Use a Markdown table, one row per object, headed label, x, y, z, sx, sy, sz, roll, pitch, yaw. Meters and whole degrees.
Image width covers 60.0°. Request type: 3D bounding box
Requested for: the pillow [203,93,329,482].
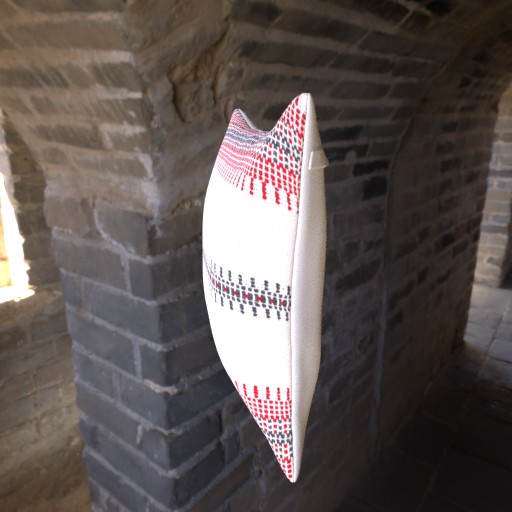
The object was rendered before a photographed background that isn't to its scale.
| label | x | y | z | sx | sy | sz | roll | pitch | yaw |
| --- | --- | --- | --- | --- | --- | --- | --- | --- | --- |
| pillow | 0.000 | 0.000 | 0.695 | 0.160 | 0.454 | 0.463 | -3 | 17 | -10 |
